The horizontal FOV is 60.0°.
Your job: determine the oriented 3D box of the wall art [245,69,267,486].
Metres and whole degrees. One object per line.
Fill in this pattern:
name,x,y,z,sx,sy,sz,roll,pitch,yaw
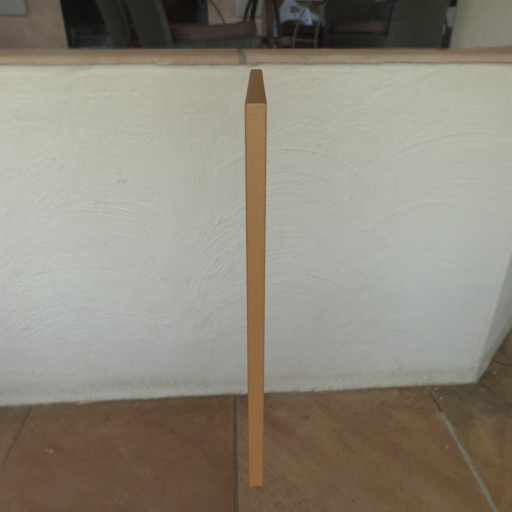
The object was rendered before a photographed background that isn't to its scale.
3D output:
wall art,0.000,0.000,0.744,0.021,0.550,0.449,0,27,0
